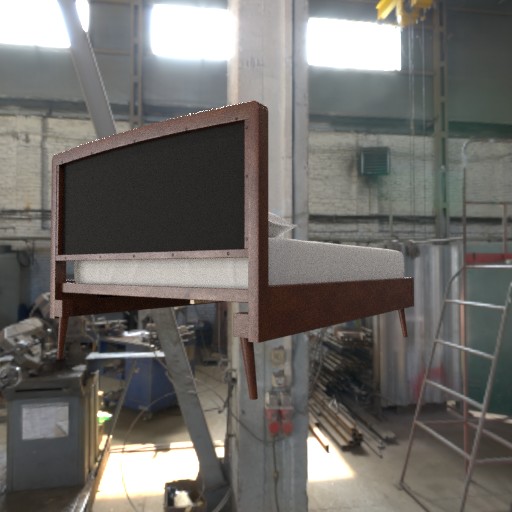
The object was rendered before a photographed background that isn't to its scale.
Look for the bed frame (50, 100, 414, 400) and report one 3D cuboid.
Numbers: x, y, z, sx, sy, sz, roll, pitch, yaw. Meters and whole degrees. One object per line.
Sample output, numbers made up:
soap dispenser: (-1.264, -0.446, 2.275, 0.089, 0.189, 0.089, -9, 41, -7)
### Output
bed frame: (0.000, 0.000, 3.172, 1.587, 1.279, 2.171, -1, -2, 36)
